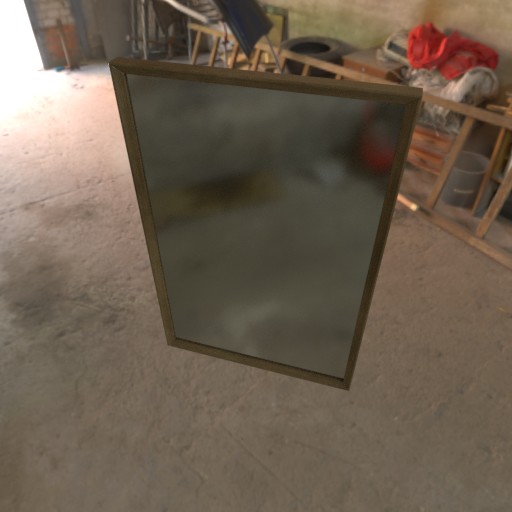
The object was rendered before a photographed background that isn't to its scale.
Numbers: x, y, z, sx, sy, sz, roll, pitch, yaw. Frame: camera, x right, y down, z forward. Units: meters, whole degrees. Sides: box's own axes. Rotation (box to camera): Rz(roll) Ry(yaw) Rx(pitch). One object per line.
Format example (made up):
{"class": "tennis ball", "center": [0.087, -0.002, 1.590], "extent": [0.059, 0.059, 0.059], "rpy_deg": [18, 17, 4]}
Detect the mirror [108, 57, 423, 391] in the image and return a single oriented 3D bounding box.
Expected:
{"class": "mirror", "center": [0.000, 0.000, 1.140], "extent": [0.609, 0.915, 0.041], "rpy_deg": [11, 42, 12]}
